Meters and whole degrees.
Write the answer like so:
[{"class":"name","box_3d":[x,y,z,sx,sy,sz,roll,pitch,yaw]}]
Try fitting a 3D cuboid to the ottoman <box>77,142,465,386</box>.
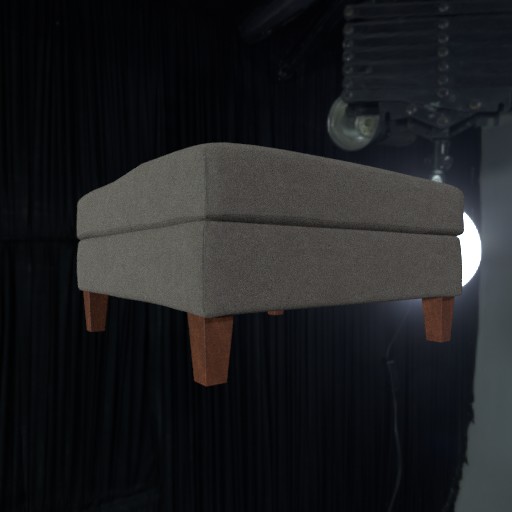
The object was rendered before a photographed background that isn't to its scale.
[{"class":"ottoman","box_3d":[0.000,0.000,1.355,0.861,0.482,0.881,0,-1,-36]}]
